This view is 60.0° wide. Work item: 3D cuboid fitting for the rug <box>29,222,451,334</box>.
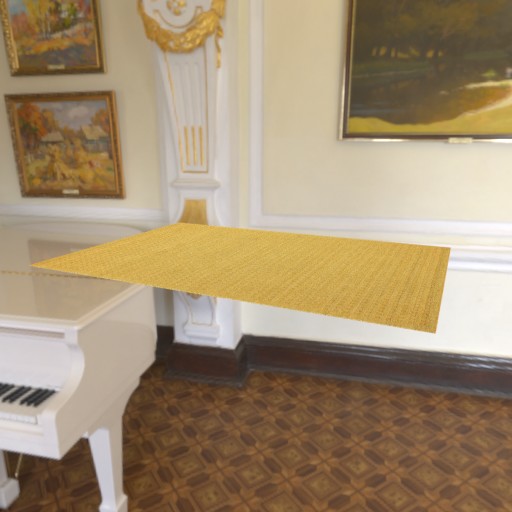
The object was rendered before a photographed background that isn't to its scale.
[{"bbox_3d":[0.000,0.000,3.661,2.895,0.006,1.981,7,16,24],"label":"rug"}]
